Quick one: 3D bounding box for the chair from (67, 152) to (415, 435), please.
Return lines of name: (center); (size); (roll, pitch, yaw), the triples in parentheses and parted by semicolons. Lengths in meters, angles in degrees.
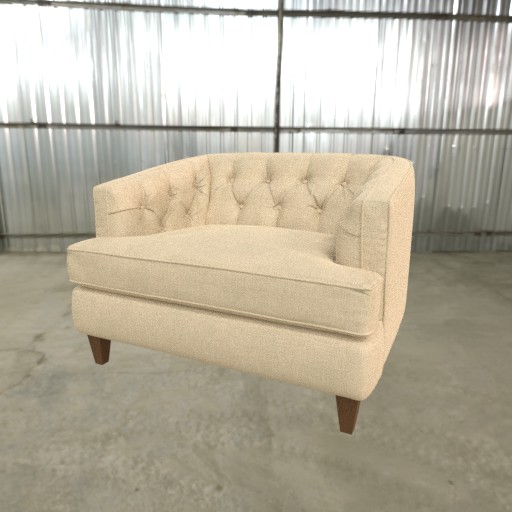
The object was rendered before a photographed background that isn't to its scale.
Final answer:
chair: (0.000, 0.000, 1.740); (1.118, 0.787, 0.914); (7, 15, 25)
